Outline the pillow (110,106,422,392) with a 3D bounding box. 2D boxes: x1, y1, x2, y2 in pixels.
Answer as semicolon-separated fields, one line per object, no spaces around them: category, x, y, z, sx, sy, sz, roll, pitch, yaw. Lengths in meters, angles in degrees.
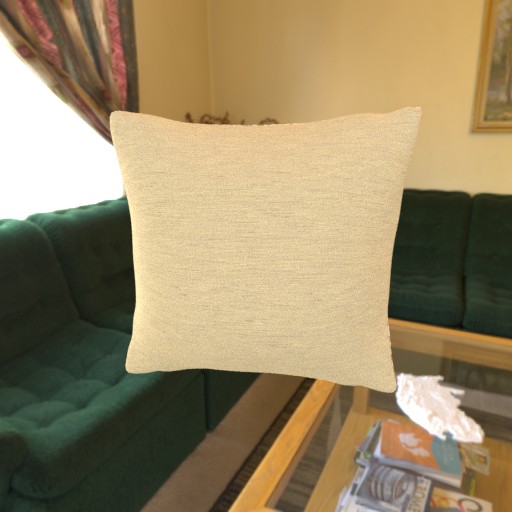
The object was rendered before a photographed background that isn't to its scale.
pillow;0.000;0.000;0.661;0.438;0.421;0.167;2;15;8
